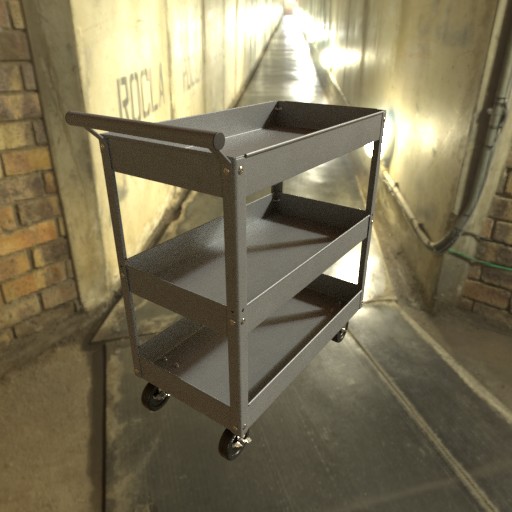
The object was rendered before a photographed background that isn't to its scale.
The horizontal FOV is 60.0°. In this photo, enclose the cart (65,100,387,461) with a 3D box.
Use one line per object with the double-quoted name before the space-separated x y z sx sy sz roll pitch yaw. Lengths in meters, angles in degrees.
"cart" 0.000 0.000 1.163 0.366 0.780 0.719 17 31 32
